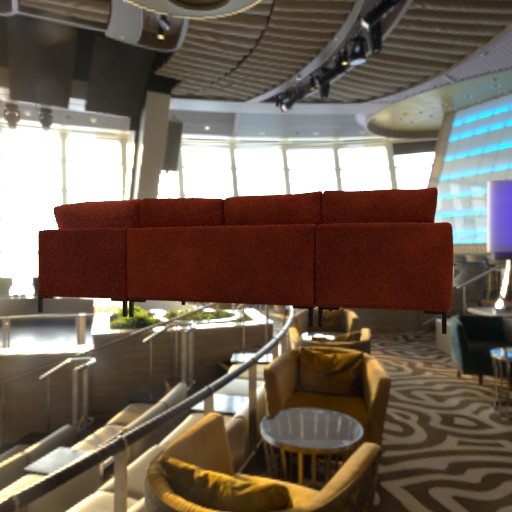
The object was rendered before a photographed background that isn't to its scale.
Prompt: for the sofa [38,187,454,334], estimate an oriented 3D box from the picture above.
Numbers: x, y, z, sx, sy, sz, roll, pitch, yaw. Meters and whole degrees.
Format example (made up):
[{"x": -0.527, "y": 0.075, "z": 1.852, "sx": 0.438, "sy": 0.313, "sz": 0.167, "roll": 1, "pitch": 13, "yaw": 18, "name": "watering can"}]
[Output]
[{"x": 0.000, "y": 0.000, "z": 3.841, "sx": 2.971, "sy": 0.858, "sz": 1.981, "roll": 0, "pitch": 0, "yaw": 18, "name": "sofa"}]
